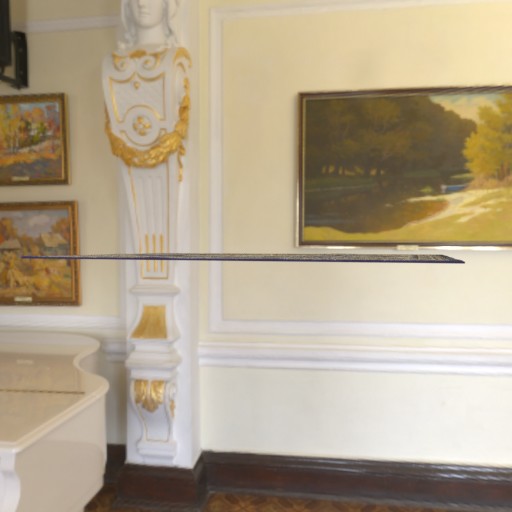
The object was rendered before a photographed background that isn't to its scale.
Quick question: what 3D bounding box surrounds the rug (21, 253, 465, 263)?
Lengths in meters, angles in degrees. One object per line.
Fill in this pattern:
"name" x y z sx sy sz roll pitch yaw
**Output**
"rug" 0.000 0.000 2.201 1.781 0.012 1.184 0 1 20
